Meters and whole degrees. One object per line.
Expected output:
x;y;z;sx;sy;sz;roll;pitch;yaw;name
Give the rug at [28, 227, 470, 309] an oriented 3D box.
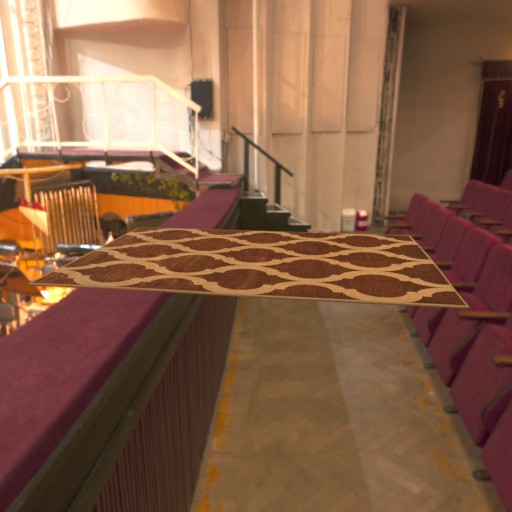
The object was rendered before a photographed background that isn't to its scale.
0.000;0.000;2.973;2.290;0.014;1.526;2;16;8;rug
